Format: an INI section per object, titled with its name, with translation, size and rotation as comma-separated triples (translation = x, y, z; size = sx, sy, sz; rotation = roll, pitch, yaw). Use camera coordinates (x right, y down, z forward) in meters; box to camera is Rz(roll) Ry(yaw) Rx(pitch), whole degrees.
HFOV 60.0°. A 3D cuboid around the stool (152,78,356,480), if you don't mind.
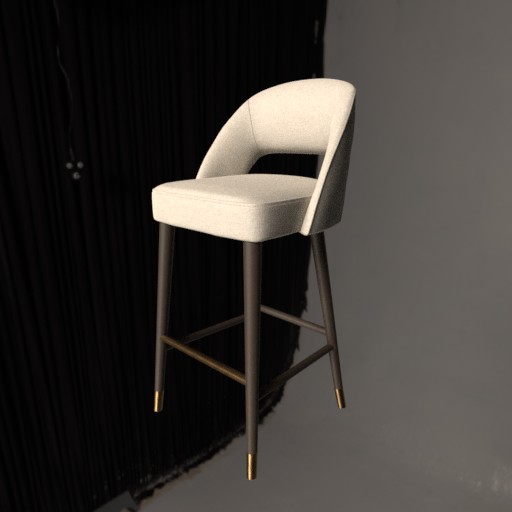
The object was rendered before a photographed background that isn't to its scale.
[stool]
translation = 0.000, 0.000, 1.342
size = 0.494, 1.037, 0.509
rotation = 14, 21, 42
